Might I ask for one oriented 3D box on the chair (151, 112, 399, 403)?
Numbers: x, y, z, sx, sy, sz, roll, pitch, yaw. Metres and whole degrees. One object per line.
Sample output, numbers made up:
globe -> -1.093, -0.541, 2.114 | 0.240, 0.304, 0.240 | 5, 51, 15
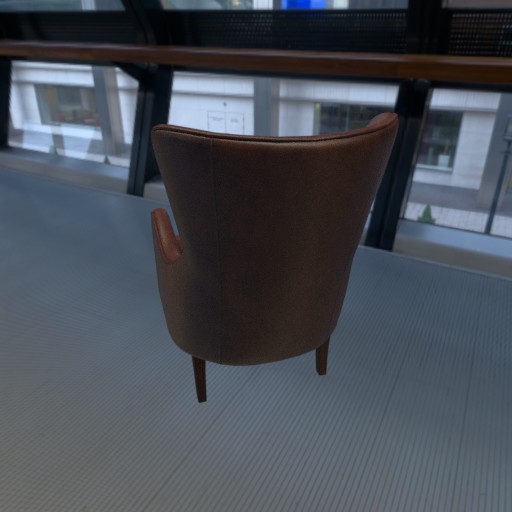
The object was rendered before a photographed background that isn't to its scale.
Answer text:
chair -> 0.000, 0.000, 1.611 | 0.692, 1.048, 0.914 | -8, 27, -16
